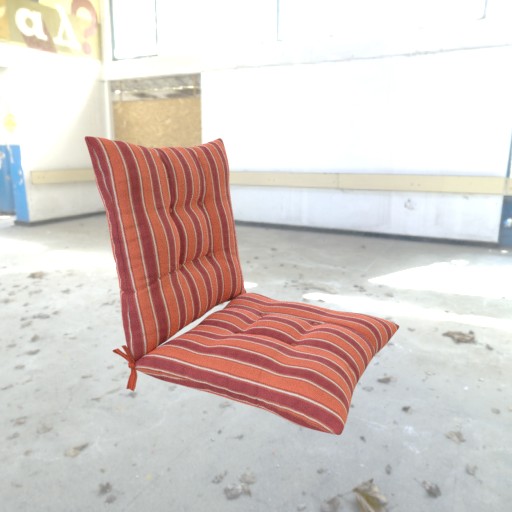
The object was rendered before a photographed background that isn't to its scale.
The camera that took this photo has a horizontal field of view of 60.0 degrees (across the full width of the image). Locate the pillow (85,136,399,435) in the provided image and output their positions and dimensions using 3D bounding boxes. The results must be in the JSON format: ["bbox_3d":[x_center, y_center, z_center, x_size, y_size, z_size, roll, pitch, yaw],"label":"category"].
[{"bbox_3d":[0.000,0.000,1.023,0.585,0.536,0.541,7,16,27],"label":"pillow"}]
